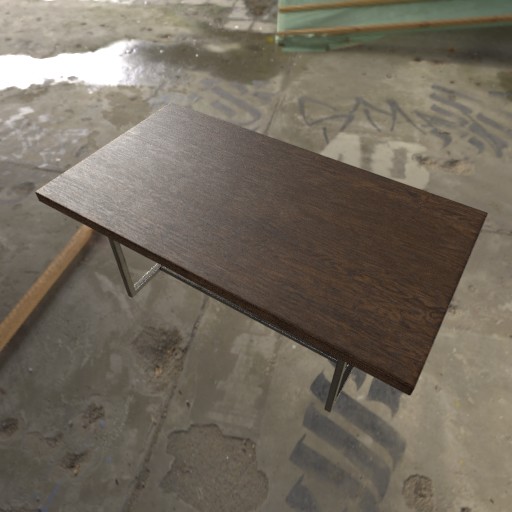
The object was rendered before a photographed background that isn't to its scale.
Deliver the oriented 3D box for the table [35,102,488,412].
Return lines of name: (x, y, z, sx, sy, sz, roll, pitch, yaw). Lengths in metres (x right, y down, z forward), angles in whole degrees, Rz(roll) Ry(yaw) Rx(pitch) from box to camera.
table: (0.000, 0.000, 2.496, 1.989, 0.795, 1.078, 25, 52, 21)
